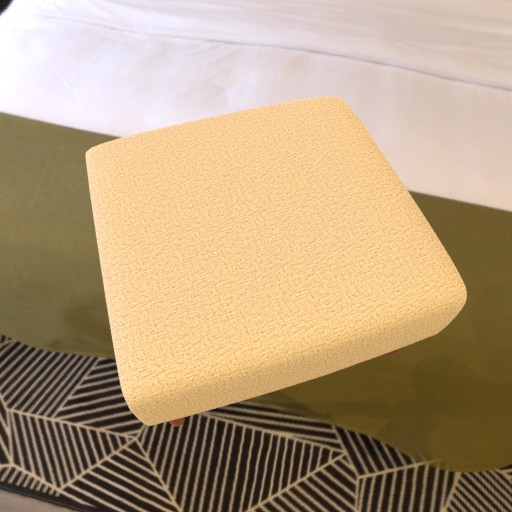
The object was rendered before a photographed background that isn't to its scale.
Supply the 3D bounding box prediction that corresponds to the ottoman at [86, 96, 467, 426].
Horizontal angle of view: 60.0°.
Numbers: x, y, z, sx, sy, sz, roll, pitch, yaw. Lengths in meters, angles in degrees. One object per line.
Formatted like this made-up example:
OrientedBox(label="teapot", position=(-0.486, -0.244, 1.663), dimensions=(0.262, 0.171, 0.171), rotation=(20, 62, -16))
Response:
OrientedBox(label="ottoman", position=(0.000, 0.000, 1.057), dimensions=(0.650, 0.398, 0.649), rotation=(-15, 58, -10))
